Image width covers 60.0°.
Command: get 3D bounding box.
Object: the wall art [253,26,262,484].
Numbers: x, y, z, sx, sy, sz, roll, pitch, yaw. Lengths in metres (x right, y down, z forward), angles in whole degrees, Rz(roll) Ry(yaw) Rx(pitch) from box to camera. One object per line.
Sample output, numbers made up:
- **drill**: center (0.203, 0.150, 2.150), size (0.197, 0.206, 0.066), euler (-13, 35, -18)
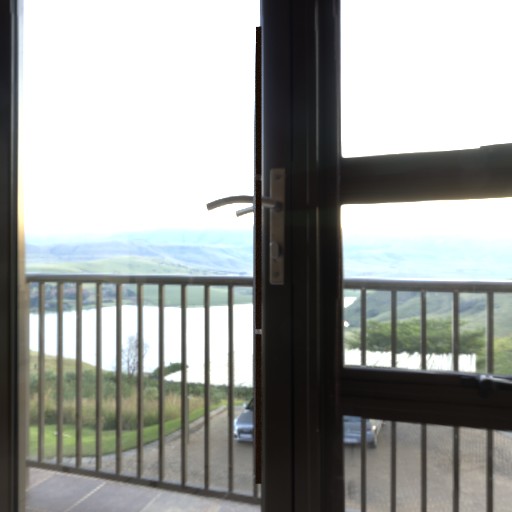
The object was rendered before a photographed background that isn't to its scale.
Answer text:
- **wall art**: center (0.000, 0.000, 1.341), size (0.013, 0.914, 0.915), euler (0, 0, -1)
